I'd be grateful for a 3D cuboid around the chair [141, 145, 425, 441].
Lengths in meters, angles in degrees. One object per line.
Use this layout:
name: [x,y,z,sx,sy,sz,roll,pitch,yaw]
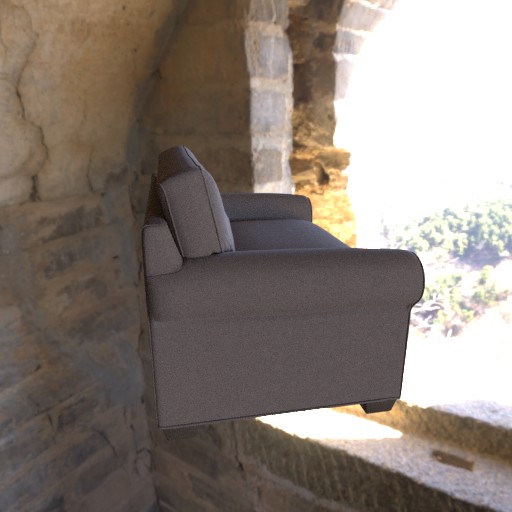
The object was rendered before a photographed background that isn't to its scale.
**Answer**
chair: [0.000,0.000,2.031,0.930,0.930,1.390,-3,18,-11]
